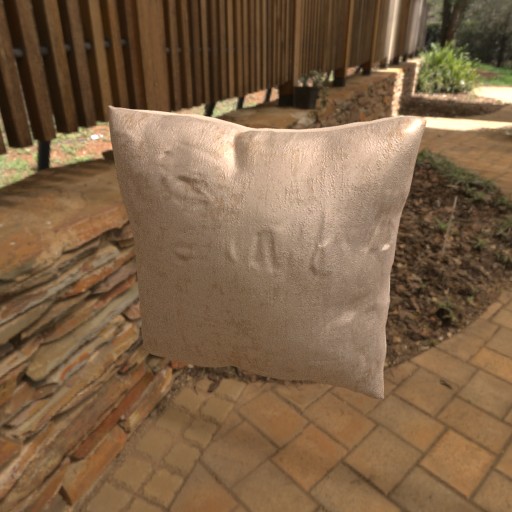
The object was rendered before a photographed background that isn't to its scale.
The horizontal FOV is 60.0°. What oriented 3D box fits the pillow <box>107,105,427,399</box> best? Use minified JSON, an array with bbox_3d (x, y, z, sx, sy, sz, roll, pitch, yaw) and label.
[{"bbox_3d":[0.000,0.000,0.701,0.450,0.448,0.245,8,28,16],"label":"pillow"}]
